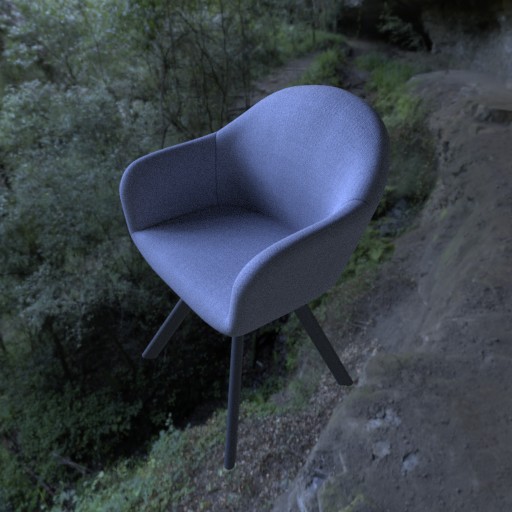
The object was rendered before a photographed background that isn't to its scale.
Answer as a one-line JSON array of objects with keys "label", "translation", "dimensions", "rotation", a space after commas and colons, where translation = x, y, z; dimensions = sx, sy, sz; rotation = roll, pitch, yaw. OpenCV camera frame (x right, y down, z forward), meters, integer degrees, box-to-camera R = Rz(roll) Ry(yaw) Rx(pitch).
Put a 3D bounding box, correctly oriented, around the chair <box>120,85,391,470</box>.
[{"label": "chair", "translation": [0.000, 0.000, 1.177], "dimensions": [0.550, 0.795, 0.590], "rotation": [-23, 39, -30]}]
